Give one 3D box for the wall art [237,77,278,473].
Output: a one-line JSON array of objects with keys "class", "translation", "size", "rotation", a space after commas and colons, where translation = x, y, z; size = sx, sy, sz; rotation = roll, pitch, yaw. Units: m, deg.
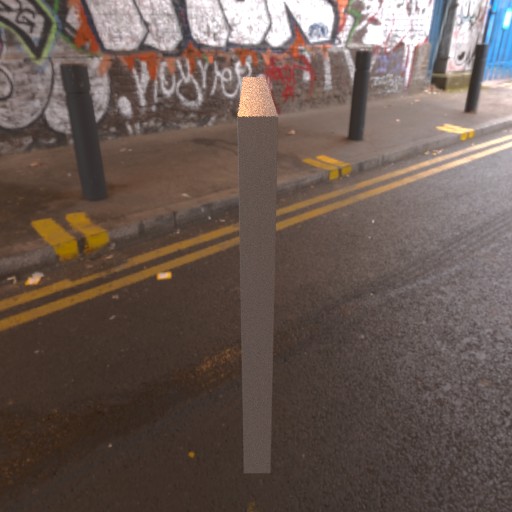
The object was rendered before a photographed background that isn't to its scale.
[{"class": "wall art", "translation": [0.000, 0.000, 0.538], "size": [0.030, 0.379, 0.308], "rotation": [0, 27, -1]}]
